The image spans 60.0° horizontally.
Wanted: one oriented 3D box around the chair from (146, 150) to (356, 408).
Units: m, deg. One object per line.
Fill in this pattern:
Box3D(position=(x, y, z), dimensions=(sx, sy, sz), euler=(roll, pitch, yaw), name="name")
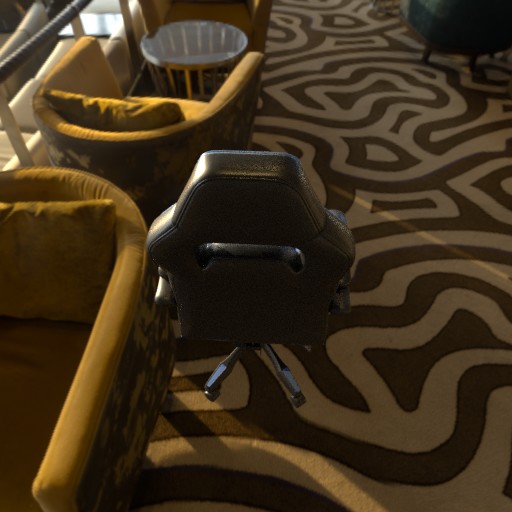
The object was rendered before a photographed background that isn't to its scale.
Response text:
Box3D(position=(0.000, 0.000, 1.682), dimensions=(0.700, 1.280, 0.700), euler=(3, 47, 2), name="chair")
